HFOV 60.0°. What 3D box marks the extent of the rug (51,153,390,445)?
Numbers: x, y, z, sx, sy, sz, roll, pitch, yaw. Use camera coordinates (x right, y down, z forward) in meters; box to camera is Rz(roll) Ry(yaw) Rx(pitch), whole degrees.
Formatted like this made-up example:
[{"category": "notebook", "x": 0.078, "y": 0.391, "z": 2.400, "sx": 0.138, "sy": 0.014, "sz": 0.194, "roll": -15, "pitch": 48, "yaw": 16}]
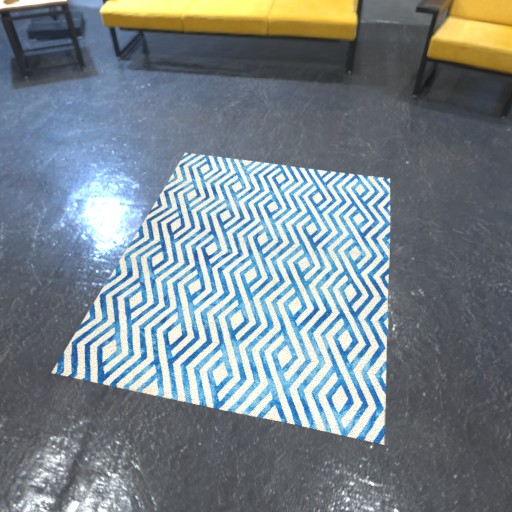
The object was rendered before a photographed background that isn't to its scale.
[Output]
[{"category": "rug", "x": 0.000, "y": 0.000, "z": 4.167, "sx": 2.453, "sy": 0.008, "sz": 3.059, "roll": 9, "pitch": 46, "yaw": 9}]
